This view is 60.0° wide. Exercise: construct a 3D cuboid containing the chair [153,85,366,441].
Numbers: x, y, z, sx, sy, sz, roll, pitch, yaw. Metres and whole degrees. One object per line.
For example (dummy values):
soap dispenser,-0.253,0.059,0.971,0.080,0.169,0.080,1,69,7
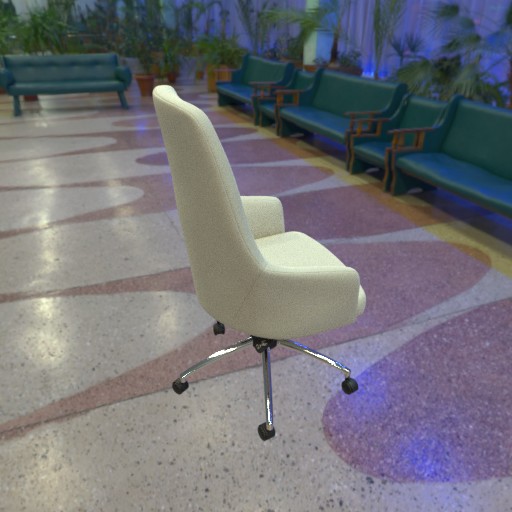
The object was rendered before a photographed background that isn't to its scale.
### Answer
chair,0.000,0.000,1.459,0.640,1.049,0.620,-10,31,-18
